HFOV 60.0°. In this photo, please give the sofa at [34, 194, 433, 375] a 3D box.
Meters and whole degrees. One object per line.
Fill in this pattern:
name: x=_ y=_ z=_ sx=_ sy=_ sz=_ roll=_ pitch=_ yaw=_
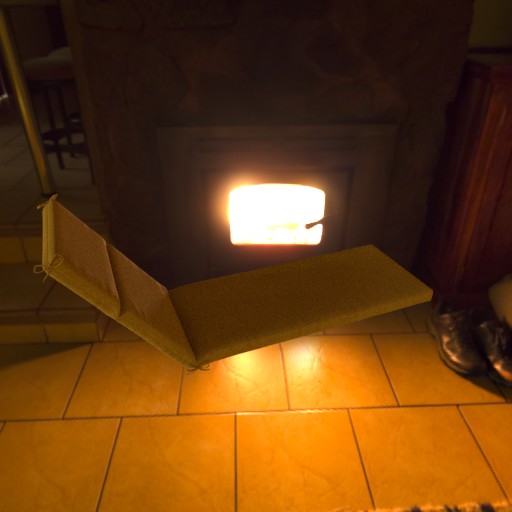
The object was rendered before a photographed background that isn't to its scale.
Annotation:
sofa: x=0.000 y=0.000 z=1.953 sx=1.663 sy=0.622 sz=0.582 roll=-12 pitch=32 yaw=-19
